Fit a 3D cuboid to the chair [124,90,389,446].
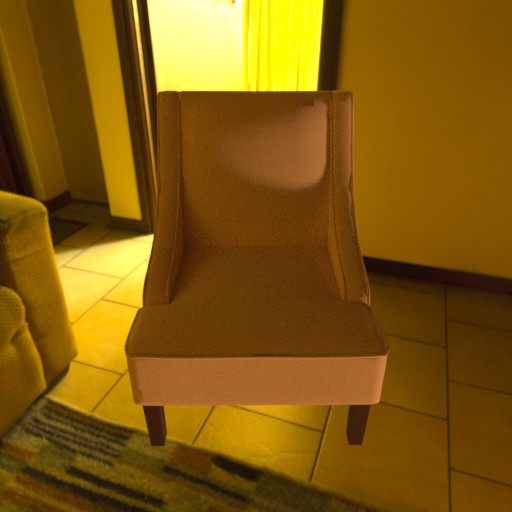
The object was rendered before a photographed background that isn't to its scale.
[{"bbox_3d":[0.000,0.000,1.425,0.689,0.886,0.806,0,30,0],"label":"chair"}]
